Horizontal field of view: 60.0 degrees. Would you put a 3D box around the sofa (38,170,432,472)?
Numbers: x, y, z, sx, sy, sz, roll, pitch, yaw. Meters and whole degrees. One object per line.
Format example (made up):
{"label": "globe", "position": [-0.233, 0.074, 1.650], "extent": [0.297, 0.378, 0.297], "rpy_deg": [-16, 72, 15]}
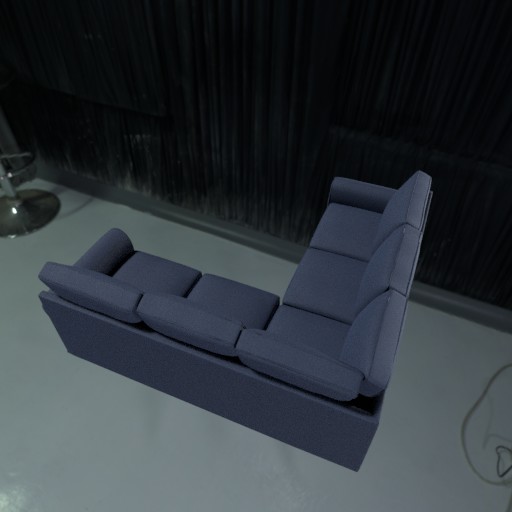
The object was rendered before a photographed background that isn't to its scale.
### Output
{"label": "sofa", "position": [0.000, 0.000, 3.865], "extent": [2.562, 1.042, 2.487], "rpy_deg": [17, 47, 16]}
